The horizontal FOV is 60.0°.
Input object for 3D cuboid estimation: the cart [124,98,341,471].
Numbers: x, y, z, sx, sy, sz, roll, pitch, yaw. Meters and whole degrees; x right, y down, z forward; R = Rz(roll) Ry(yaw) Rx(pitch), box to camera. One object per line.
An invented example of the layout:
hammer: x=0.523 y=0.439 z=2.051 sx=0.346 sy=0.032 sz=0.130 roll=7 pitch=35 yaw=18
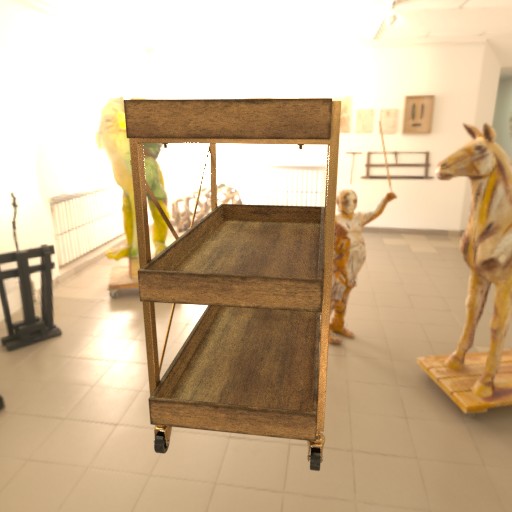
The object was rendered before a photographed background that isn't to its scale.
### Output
cart: x=0.000 y=0.000 z=1.240 sx=0.416 sy=0.799 sz=0.750 roll=3 pitch=17 yaw=8
